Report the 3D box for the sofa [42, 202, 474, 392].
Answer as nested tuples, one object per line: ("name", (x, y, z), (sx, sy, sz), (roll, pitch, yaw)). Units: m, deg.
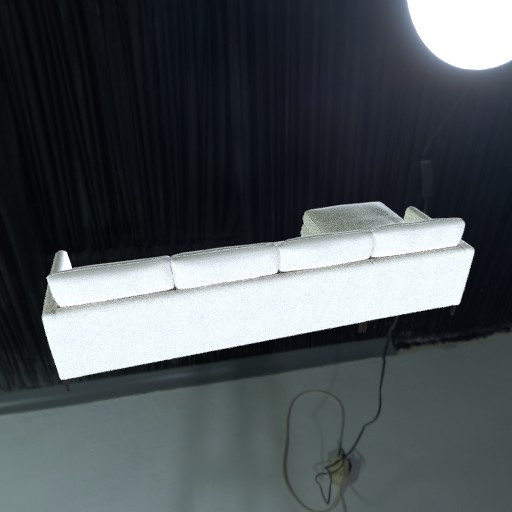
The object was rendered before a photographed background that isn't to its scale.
("sofa", (0.000, 0.000, 3.763), (3.186, 0.875, 1.467), (-8, 31, -14))
